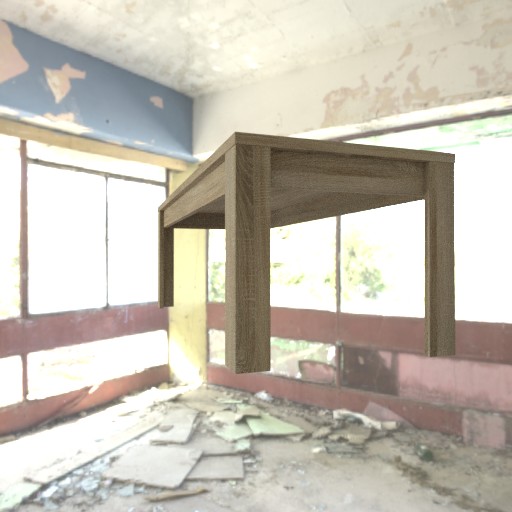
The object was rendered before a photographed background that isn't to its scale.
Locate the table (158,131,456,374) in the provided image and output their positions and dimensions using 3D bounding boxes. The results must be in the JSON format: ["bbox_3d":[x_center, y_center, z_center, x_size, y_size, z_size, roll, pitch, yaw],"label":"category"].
[{"bbox_3d":[0.000,0.000,2.628,0.900,0.790,2.200,0,-1,-19],"label":"table"}]
